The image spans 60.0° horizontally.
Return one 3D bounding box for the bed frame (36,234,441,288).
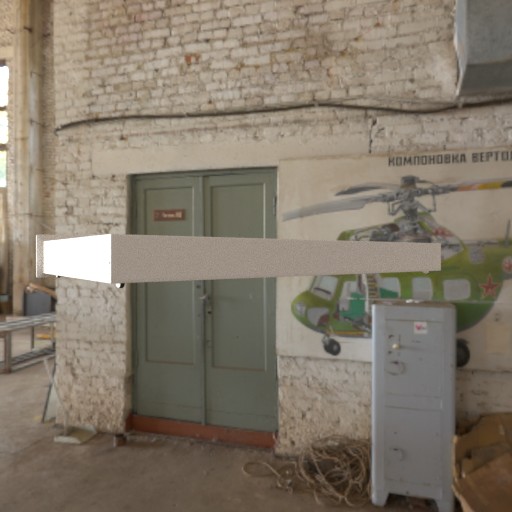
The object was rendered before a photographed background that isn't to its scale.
[{"bbox_3d":[0.000,0.000,1.576,1.300,0.141,0.670,0,0,-37],"label":"bed frame"}]
